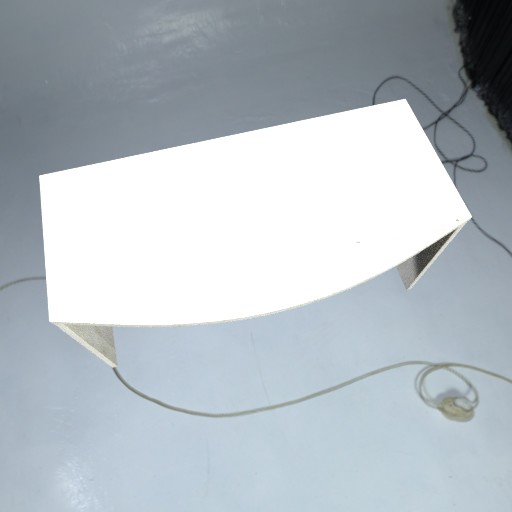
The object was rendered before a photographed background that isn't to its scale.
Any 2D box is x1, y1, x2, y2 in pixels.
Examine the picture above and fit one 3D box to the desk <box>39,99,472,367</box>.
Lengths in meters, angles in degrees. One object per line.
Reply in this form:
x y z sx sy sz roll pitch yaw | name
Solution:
0.000 0.000 2.054 1.600 0.752 0.802 -14 65 -7 | desk
